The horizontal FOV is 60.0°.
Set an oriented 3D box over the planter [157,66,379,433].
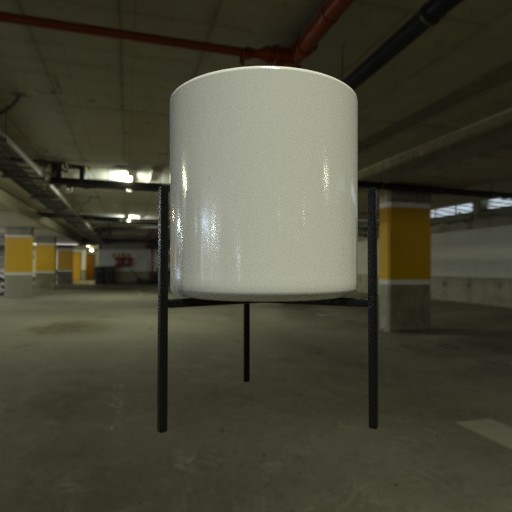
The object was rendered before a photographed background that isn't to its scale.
[{"bbox_3d":[0.000,0.000,0.515,0.239,0.356,0.239,1,-2,-34],"label":"planter"}]
